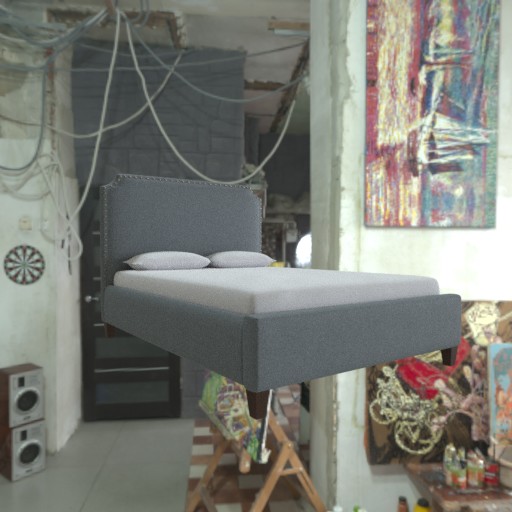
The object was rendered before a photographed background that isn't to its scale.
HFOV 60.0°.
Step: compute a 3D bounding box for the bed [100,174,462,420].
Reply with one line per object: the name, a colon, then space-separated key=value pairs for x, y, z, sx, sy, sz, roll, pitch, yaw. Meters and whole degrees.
bed: x=0.000 y=0.000 z=3.414 sx=1.712 sy=1.443 sz=2.372 roll=-1 pitch=1 yaw=-35
